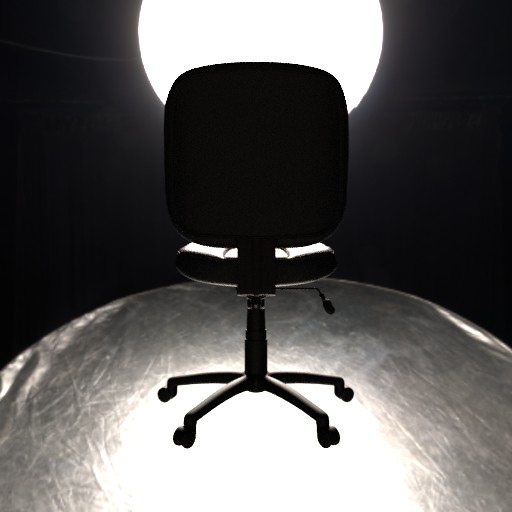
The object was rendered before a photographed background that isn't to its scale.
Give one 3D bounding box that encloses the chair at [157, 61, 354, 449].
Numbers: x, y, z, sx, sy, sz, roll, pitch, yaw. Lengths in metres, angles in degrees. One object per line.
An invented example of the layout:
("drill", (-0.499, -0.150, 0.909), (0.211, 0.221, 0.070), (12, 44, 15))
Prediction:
("chair", (0.000, 0.000, 1.378), (0.647, 0.959, 0.646), (0, 0, 0))
